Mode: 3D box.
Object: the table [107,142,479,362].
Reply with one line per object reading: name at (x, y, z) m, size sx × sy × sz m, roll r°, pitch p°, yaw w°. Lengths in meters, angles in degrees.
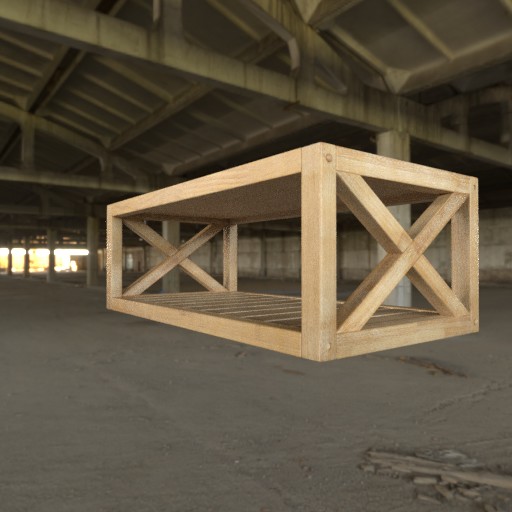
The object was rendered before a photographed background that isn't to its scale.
table at (0.000, 0.000, 1.632) m, size 0.660 × 0.457 × 1.321 m, roll 1°, pitch -1°, yaw -37°
